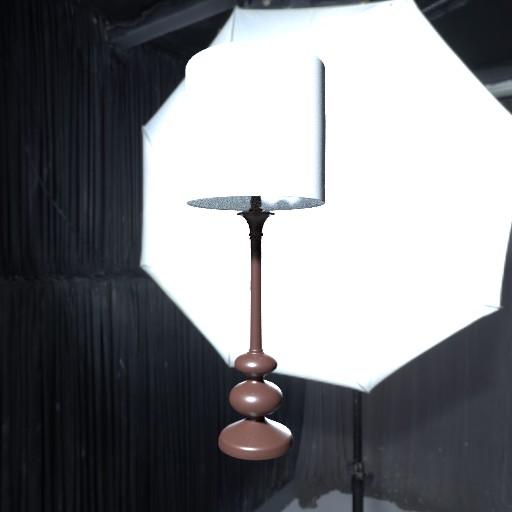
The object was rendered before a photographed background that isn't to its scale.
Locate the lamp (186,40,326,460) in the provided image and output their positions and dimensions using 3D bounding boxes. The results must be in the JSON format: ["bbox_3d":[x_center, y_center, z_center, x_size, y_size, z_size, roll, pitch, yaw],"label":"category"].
[{"bbox_3d":[0.000,0.000,0.812,0.254,0.690,0.254,0,0,36],"label":"lamp"}]
